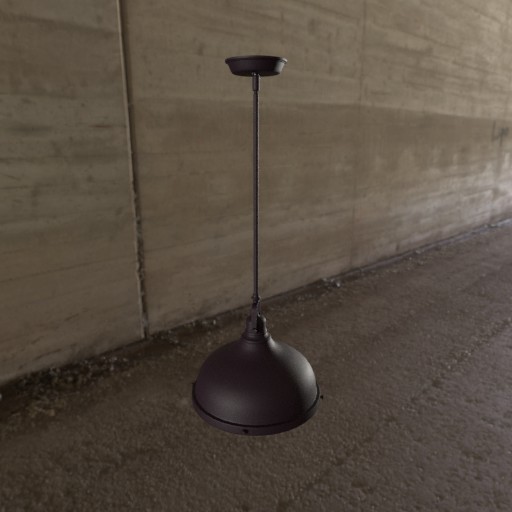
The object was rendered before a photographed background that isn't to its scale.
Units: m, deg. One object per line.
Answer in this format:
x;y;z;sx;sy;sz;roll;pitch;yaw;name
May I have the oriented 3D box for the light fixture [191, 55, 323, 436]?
0.000;0.000;1.041;0.341;0.849;0.341;3;15;9;light fixture
